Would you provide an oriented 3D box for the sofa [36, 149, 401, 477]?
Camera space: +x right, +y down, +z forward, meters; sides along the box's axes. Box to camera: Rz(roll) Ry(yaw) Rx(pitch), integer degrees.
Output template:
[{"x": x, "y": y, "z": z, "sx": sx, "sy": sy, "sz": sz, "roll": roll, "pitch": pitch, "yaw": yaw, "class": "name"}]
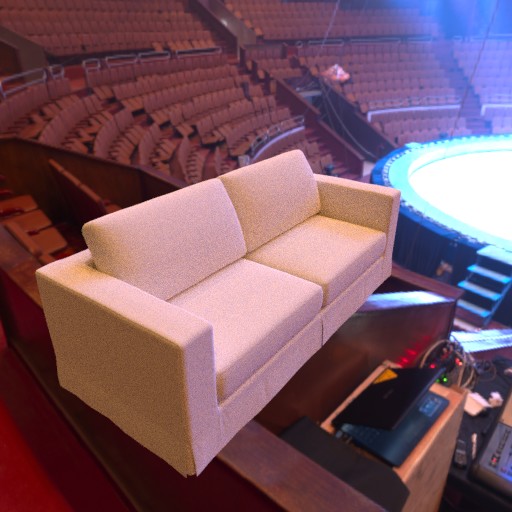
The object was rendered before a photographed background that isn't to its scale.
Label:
[{"x": 0.000, "y": 0.000, "z": 2.616, "sx": 0.954, "sy": 0.881, "sz": 2.163, "roll": 18, "pitch": 32, "yaw": 32, "class": "sofa"}]
